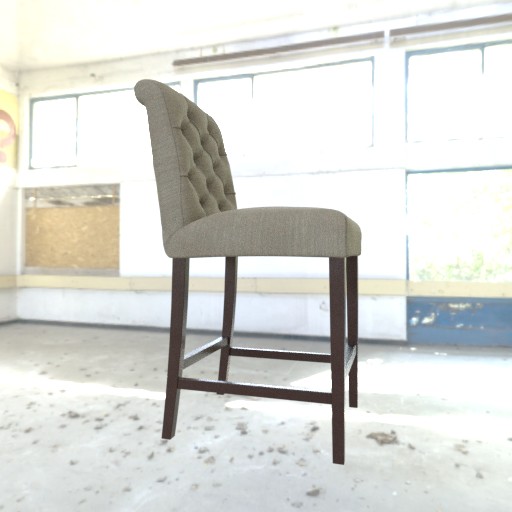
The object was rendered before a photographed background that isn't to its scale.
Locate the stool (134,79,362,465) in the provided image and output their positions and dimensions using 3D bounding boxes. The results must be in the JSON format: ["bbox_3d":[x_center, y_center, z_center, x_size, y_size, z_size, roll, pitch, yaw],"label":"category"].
[{"bbox_3d":[0.000,0.000,1.464,0.660,1.084,0.486,0,1,17],"label":"stool"}]
